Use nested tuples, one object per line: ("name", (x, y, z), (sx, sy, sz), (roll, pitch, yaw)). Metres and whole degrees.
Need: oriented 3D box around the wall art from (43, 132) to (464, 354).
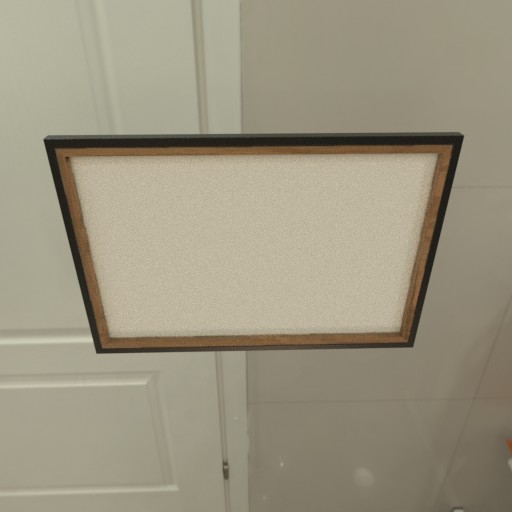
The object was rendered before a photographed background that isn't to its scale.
("wall art", (0.000, 0.000, 0.817), (0.659, 0.446, 0.022), (-1, 31, -1))
